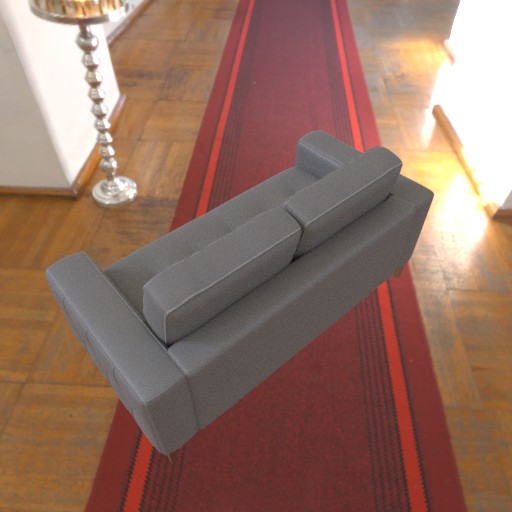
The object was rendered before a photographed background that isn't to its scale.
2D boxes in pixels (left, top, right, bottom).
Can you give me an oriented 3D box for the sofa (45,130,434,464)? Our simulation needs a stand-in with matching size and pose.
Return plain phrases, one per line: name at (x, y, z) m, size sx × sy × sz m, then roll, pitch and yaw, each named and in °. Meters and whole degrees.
sofa at (0.000, 0.000, 2.181) m, size 1.726 × 0.892 × 0.833 m, roll -33°, pitch 55°, yaw -27°
